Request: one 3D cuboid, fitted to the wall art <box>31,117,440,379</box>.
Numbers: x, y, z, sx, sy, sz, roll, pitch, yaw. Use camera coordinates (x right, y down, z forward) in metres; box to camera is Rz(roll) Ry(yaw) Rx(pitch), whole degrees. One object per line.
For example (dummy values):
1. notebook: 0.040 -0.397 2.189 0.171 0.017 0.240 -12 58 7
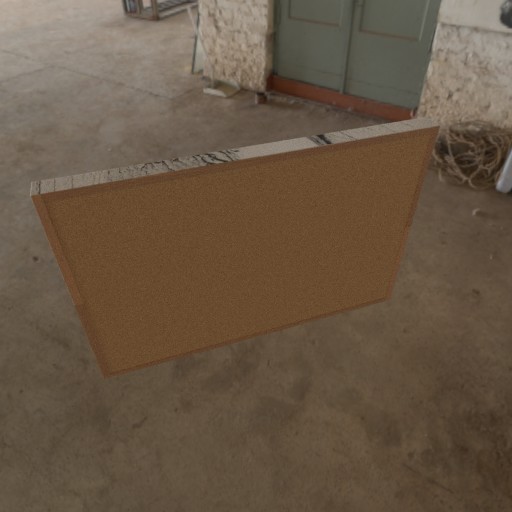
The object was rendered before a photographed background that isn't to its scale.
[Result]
1. wall art: 0.000 0.000 0.779 0.613 0.407 0.035 -13 43 -14
